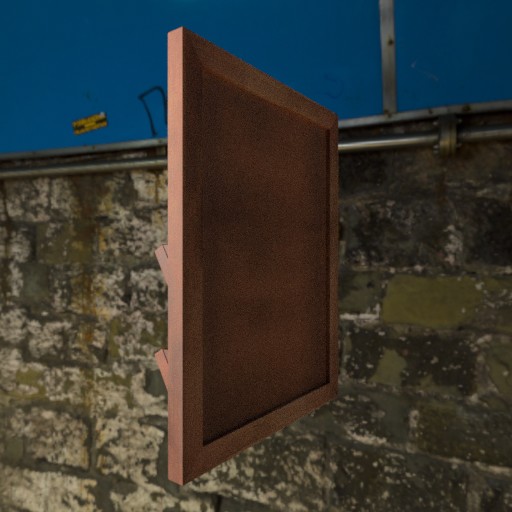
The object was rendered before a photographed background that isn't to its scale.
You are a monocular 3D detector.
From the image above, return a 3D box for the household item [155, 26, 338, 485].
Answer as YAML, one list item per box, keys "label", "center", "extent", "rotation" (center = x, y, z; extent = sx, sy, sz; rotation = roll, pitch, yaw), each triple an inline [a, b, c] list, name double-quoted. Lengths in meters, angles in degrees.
- label: "household item"
  center: [0.000, 0.000, 0.536]
  extent: [0.067, 0.407, 0.310]
  rotation: [0, 0, 36]
